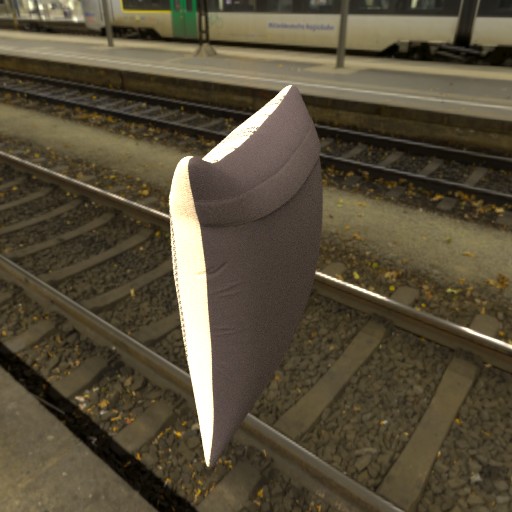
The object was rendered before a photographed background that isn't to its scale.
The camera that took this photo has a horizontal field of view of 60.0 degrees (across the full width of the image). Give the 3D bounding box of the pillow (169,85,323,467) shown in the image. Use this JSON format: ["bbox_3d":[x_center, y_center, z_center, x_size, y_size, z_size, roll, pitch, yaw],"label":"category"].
[{"bbox_3d":[0.000,0.000,0.635,0.173,0.406,0.405,9,31,14],"label":"pillow"}]
